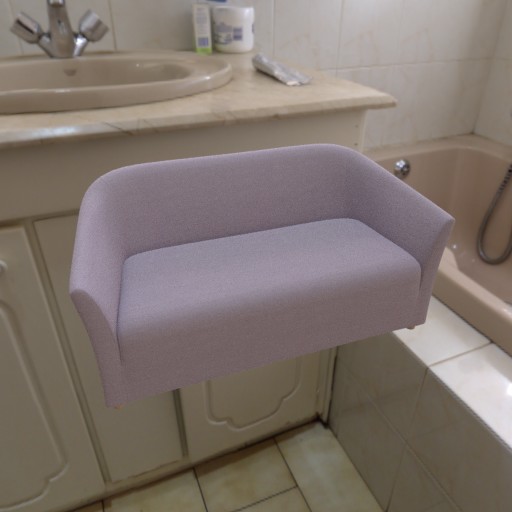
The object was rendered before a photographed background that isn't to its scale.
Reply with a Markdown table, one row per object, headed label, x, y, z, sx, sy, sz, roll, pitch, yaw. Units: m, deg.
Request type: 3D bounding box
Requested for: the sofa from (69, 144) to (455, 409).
| label | x | y | z | sx | sy | sz | roll | pitch | yaw |
| --- | --- | --- | --- | --- | --- | --- | --- | --- | --- |
| sofa | 0.000 | 0.000 | 1.937 | 1.452 | 0.721 | 0.705 | -11 | 33 | -17 |
